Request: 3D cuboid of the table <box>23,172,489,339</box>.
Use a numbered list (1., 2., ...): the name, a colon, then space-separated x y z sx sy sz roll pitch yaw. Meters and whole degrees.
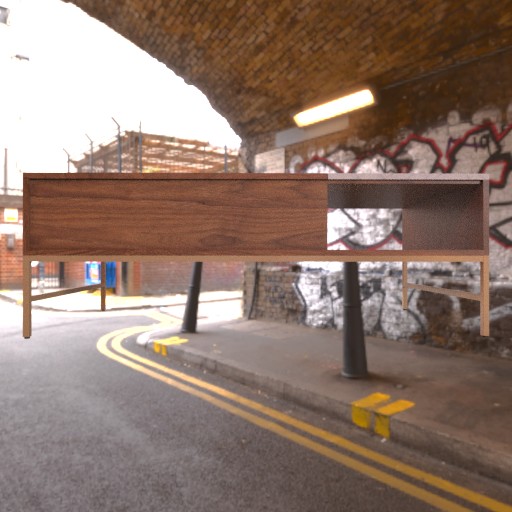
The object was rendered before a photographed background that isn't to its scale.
1. table: 0.000 0.000 1.870 1.553 0.551 0.789 0 0 -1
